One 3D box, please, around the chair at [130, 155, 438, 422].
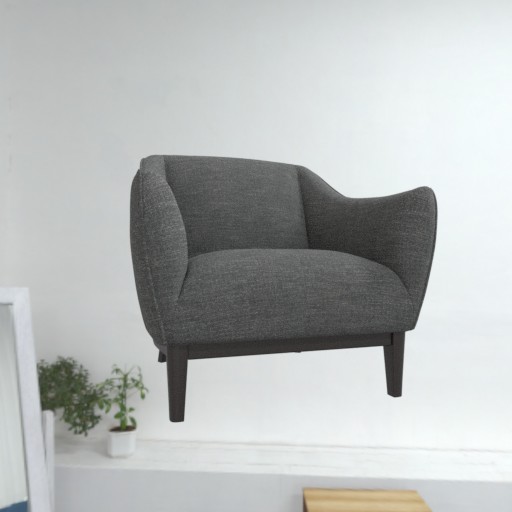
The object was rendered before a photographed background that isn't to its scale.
[{"bbox_3d":[0.000,0.000,1.543,0.870,0.829,0.851,0,0,-18],"label":"chair"}]
